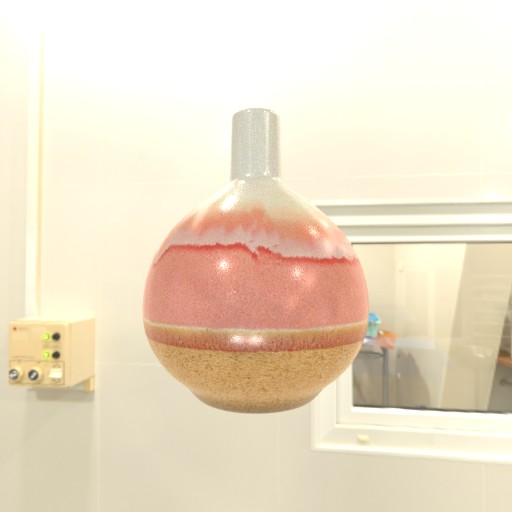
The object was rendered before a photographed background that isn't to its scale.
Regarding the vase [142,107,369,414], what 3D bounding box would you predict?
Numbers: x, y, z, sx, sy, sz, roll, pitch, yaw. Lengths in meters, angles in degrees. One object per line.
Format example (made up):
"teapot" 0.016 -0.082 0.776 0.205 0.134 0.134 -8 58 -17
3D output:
"vase" 0.000 0.000 0.276 0.137 0.176 0.137 0 -1 0
